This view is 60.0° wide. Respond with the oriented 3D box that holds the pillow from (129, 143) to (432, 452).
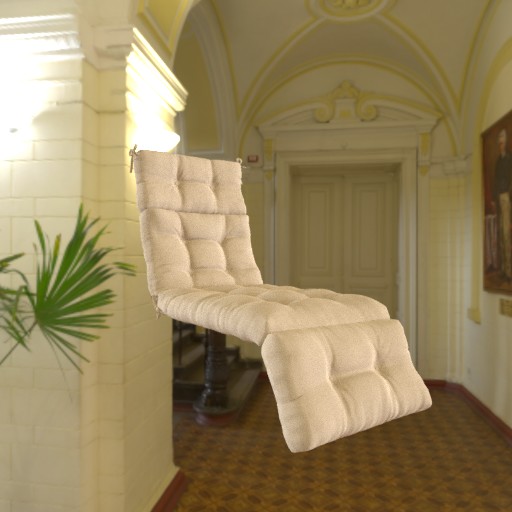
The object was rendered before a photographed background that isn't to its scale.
[{"bbox_3d":[0.000,0.000,1.474,0.526,0.863,1.016,0,0,-36],"label":"pillow"}]
